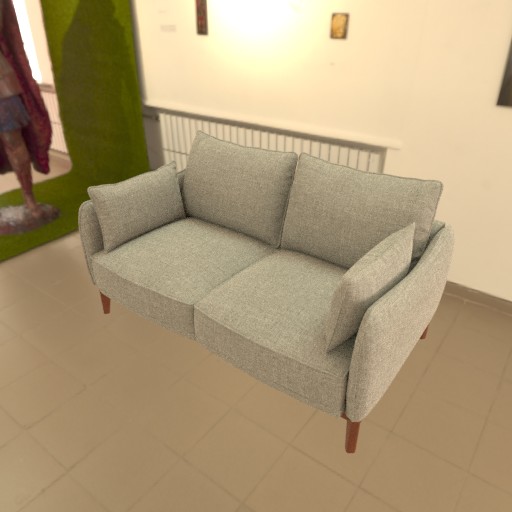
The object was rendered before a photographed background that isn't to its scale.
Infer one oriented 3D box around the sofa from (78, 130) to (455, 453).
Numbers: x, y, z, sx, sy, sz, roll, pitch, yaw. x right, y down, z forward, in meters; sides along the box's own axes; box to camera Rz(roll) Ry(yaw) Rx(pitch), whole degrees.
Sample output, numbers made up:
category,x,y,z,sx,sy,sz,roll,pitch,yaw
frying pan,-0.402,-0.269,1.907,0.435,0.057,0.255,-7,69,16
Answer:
category,x,y,z,sx,sy,sz,roll,pitch,yaw
sofa,0.000,0.000,2.118,1.580,0.851,0.972,20,35,31
